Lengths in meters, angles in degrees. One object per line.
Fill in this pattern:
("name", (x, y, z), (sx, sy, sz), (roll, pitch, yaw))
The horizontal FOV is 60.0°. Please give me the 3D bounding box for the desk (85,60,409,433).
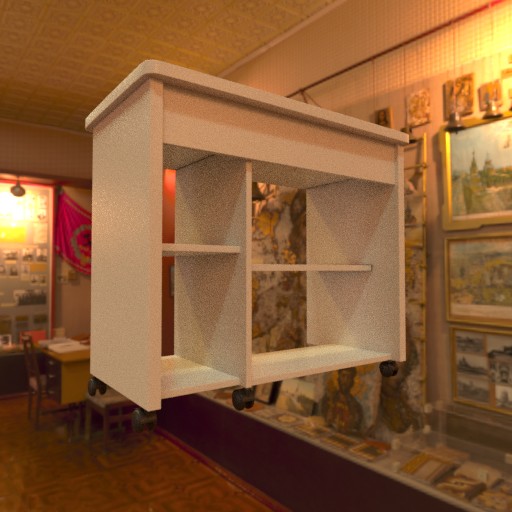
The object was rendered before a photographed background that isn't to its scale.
("desk", (0.000, 0.000, 1.314), (0.877, 0.763, 0.475), (1, -2, -36))
